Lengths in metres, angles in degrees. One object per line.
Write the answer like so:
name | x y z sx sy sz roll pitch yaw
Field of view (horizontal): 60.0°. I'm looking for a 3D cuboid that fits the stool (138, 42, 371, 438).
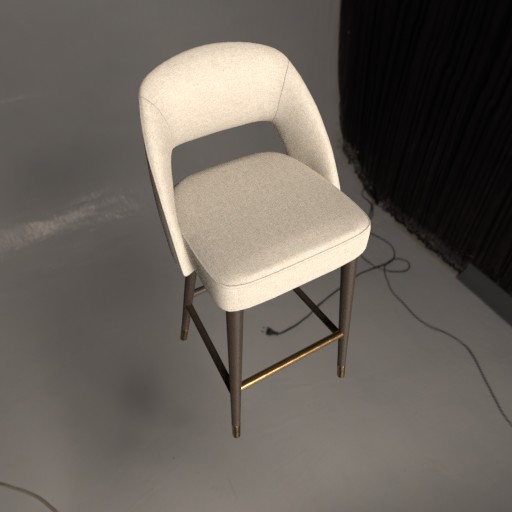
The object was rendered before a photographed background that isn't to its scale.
stool | 0.000 0.000 1.301 0.494 1.037 0.509 -23 50 -20
